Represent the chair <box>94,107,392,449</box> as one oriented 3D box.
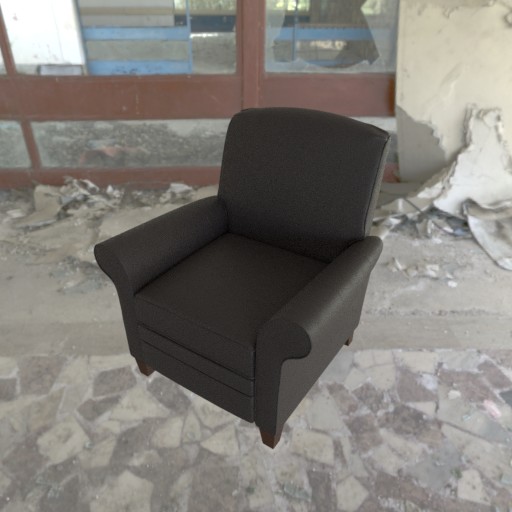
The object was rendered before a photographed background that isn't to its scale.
[{"bbox_3d":[0.000,0.000,1.871,0.978,1.061,0.902,19,35,29],"label":"chair"}]
